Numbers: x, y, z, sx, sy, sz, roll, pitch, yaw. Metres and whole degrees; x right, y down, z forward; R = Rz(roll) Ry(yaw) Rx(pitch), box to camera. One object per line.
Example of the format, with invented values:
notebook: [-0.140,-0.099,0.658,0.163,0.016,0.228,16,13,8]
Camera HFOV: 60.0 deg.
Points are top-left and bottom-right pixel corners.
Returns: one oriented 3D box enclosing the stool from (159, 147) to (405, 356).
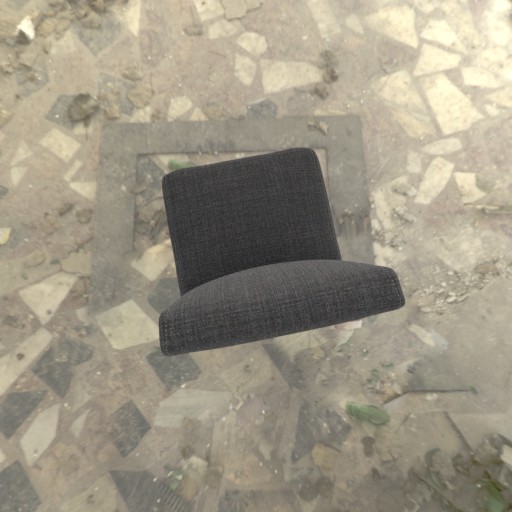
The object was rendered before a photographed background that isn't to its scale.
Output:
stool: [0.000,0.000,1.287,0.459,1.010,0.526,-11,76,-3]
